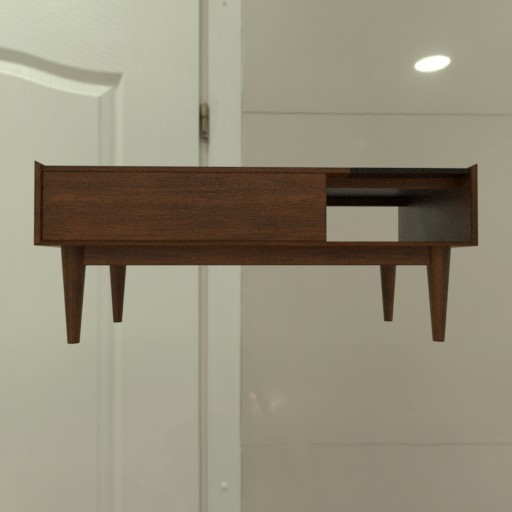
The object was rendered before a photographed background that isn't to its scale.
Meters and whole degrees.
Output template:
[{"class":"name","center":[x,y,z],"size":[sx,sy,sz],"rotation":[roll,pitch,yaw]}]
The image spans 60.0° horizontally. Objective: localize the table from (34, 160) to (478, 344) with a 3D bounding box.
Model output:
[{"class":"table","center":[0.000,0.000,1.522],"size":[1.221,0.508,0.610],"rotation":[0,-1,-2]}]
